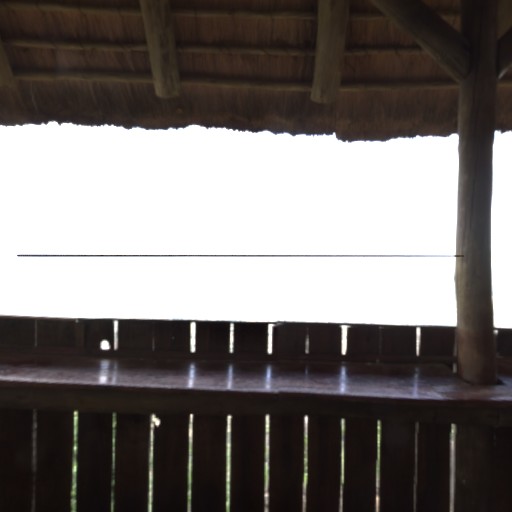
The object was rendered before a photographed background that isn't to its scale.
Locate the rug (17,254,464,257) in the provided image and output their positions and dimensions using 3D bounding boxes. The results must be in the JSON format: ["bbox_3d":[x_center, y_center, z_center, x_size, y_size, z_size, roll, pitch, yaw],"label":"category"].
[{"bbox_3d":[0.000,0.000,2.653,2.435,0.011,0.750,0,0,-19],"label":"rug"}]
